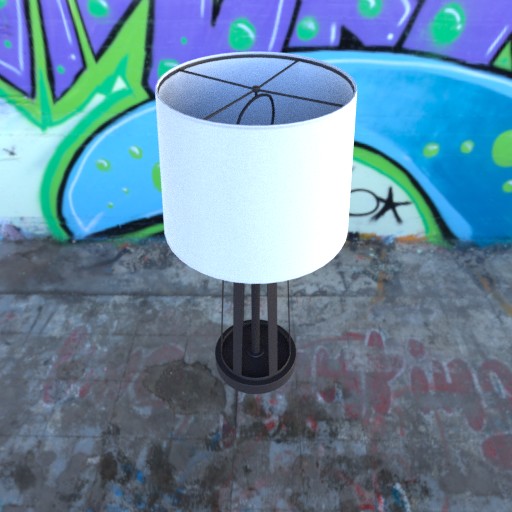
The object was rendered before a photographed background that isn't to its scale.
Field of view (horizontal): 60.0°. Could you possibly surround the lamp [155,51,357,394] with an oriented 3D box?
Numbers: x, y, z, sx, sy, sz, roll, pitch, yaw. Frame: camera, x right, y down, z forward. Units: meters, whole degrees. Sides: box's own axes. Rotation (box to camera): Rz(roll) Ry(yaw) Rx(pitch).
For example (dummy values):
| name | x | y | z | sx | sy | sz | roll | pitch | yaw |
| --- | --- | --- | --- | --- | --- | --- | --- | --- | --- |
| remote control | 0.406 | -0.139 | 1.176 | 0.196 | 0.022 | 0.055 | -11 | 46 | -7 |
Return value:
| name | x | y | z | sx | sy | sz | roll | pitch | yaw |
| --- | --- | --- | --- | --- | --- | --- | --- | --- | --- |
| lamp | 0.000 | 0.000 | 0.657 | 0.251 | 0.509 | 0.251 | 0 | 41 | 0 |
